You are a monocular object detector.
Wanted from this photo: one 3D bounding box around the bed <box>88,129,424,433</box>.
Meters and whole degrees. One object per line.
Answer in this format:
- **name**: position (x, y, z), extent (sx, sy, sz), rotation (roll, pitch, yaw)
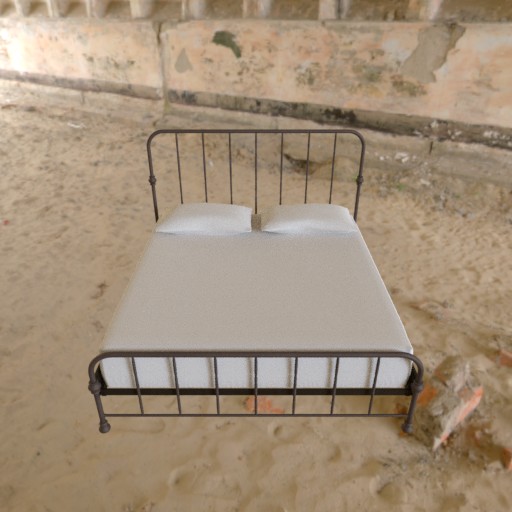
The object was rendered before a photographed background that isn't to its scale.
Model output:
- **bed**: position (0.000, 0.000, 3.434), extent (2.044, 1.446, 2.134), rotation (0, 29, 0)
